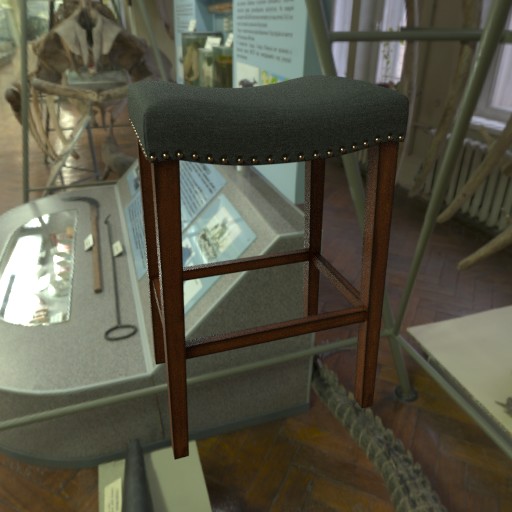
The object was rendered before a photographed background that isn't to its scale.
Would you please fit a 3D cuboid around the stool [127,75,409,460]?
[{"bbox_3d":[0.000,0.000,1.033,0.502,0.760,0.366,-9,28,-16],"label":"stool"}]
